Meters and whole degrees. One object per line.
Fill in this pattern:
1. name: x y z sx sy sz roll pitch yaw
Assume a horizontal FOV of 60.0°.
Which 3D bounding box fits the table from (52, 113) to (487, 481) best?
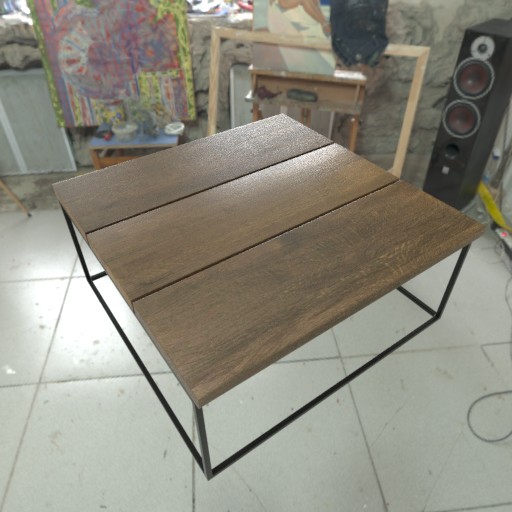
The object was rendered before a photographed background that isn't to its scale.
1. table: 0.000 0.000 1.415 0.900 0.400 0.900 -25 47 -26
